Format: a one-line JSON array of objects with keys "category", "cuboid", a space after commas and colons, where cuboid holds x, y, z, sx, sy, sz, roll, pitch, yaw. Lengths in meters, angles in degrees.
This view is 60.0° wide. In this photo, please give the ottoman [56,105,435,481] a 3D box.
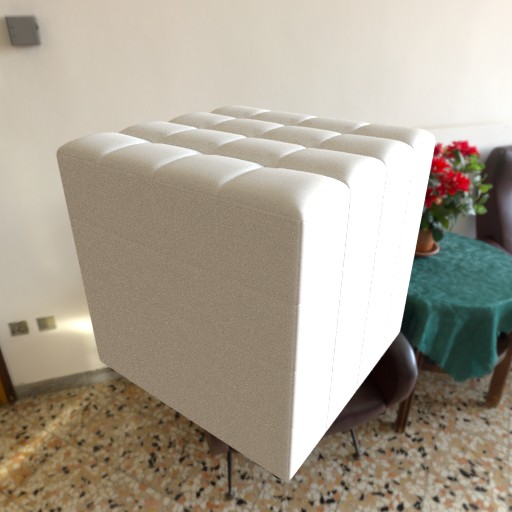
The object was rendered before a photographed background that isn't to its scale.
[{"category": "ottoman", "cuboid": [0.000, 0.000, 0.779, 0.425, 0.432, 0.425, 19, 33, 32]}]
